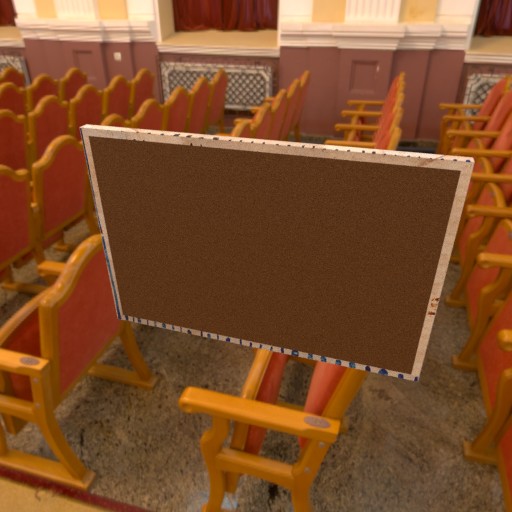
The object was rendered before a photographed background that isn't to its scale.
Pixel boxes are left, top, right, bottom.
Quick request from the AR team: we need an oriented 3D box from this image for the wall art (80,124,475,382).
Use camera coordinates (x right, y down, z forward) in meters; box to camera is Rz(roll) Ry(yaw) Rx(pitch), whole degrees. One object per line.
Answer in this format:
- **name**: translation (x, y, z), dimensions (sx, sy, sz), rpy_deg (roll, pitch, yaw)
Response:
- **wall art**: translation (0.000, 0.000, 1.163), dimensions (0.919, 0.609, 0.030), rpy_deg (9, 32, 15)
